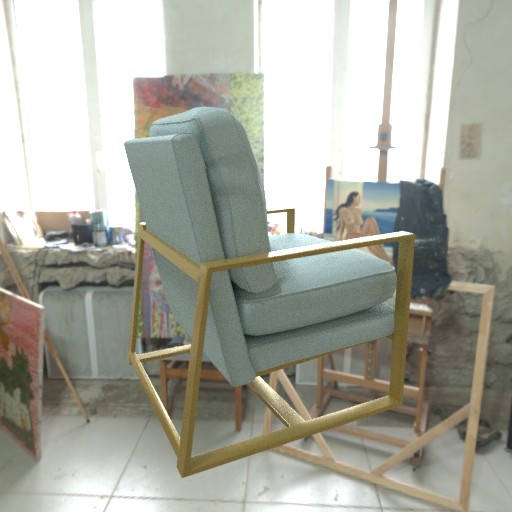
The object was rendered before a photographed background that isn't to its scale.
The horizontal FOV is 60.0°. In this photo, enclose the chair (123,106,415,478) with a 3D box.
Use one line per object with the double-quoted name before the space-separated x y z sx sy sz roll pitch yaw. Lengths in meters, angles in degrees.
"chair" 0.000 0.000 1.560 0.813 0.956 0.758 -7 15 -26
